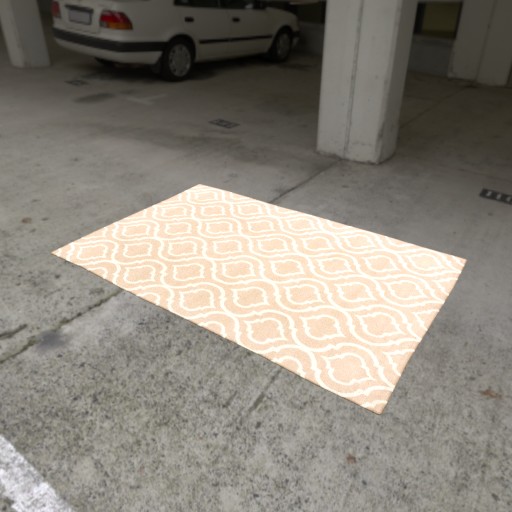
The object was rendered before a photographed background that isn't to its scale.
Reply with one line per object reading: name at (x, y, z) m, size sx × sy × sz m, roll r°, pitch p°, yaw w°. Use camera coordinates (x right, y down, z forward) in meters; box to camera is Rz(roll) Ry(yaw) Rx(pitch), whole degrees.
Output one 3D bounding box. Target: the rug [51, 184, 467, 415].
rug at (0.000, 0.000, 2.217) m, size 1.761 × 0.013 × 1.152 m, roll 20°, pitch 36°, yaw 29°
